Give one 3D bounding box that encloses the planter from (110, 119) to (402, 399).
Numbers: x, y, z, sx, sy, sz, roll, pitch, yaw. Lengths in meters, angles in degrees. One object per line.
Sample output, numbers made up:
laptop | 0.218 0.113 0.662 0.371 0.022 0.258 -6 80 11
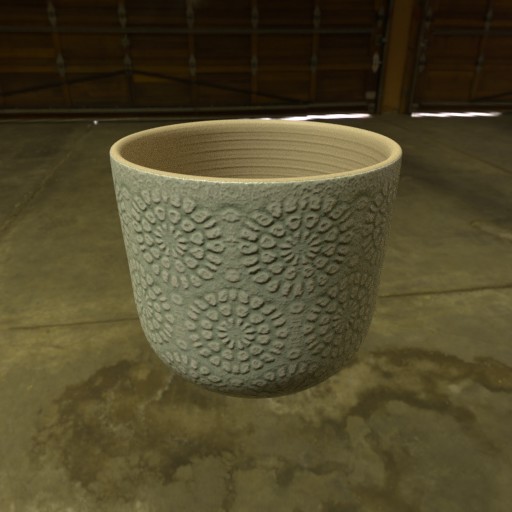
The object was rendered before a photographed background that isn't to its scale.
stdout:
planter | 0.000 0.000 0.299 0.169 0.153 0.169 0 26 0
